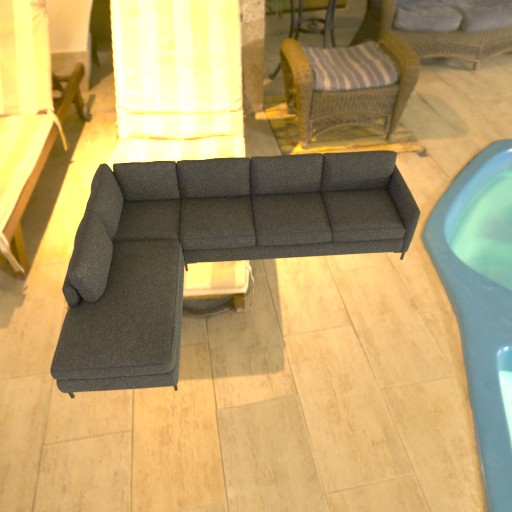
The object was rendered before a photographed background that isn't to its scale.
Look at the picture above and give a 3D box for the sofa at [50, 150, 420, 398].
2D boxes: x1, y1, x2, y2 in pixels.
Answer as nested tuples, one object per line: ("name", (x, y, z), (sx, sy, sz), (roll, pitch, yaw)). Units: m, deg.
("sofa", (0.000, 0.000, 3.721), (2.949, 0.815, 2.007), (-3, 45, -3))
